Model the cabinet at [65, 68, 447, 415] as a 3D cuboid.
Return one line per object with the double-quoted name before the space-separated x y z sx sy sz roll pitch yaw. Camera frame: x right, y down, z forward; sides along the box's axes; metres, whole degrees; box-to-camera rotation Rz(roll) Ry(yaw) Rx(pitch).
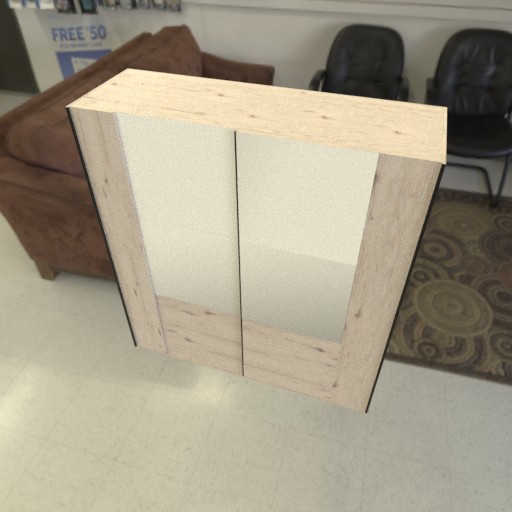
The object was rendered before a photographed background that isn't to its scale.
"cabinet" 0.000 0.000 3.161 2.000 2.180 0.660 12 43 14
